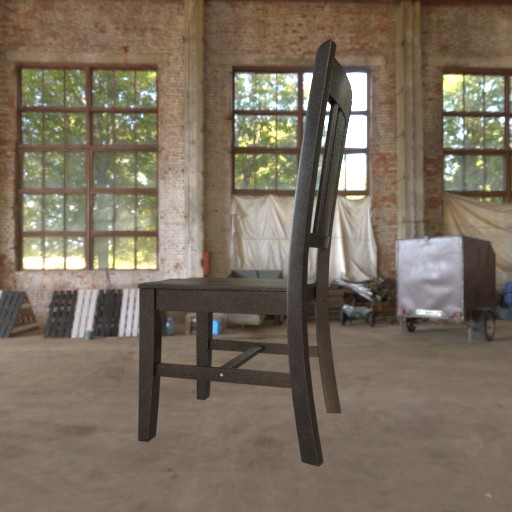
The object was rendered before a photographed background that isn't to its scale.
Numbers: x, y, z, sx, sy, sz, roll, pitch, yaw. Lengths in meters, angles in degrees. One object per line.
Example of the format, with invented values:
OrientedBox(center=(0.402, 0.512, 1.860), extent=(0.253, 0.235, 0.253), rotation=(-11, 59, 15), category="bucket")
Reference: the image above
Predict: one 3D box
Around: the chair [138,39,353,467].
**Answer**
OrientedBox(center=(0.000, 0.000, 1.307), extent=(0.555, 0.998, 0.450), rotation=(0, 0, 18), category="chair")
